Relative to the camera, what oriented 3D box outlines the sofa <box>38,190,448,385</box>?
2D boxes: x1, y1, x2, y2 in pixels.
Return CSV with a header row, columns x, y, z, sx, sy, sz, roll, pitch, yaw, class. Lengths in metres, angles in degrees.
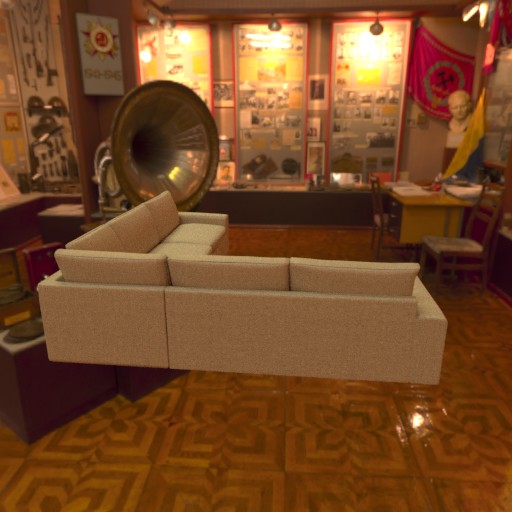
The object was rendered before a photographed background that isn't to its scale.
x,y,z,sx,sy,sz,roll,pitch,yaw,class
0.000,0.000,4.116,2.622,0.800,2.742,2,18,6,sofa
